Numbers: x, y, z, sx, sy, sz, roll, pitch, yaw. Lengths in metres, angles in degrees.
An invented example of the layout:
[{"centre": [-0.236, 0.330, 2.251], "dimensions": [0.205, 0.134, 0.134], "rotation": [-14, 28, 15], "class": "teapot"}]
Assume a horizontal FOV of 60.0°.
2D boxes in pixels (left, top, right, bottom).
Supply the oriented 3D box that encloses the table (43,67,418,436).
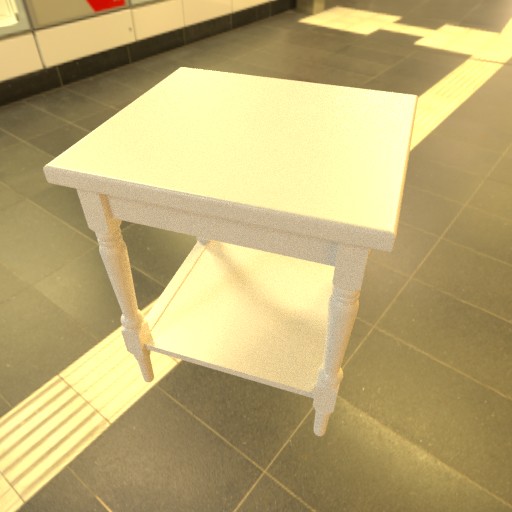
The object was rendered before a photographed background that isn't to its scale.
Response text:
[{"centre": [0.000, 0.000, 0.908], "dimensions": [0.488, 0.565, 0.442], "rotation": [13, 43, 14], "class": "table"}]
